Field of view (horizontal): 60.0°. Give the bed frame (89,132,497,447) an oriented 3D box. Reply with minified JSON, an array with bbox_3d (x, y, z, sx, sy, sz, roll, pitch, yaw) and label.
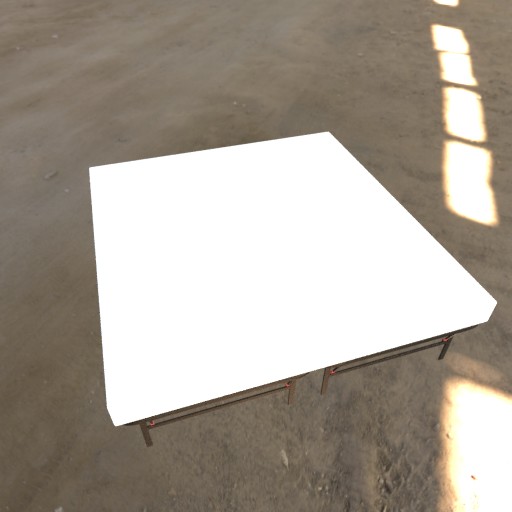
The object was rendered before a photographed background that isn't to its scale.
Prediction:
[{"bbox_3d":[0.000,0.000,2.942,1.930,0.559,2.032,-12,43,-13],"label":"bed frame"}]
